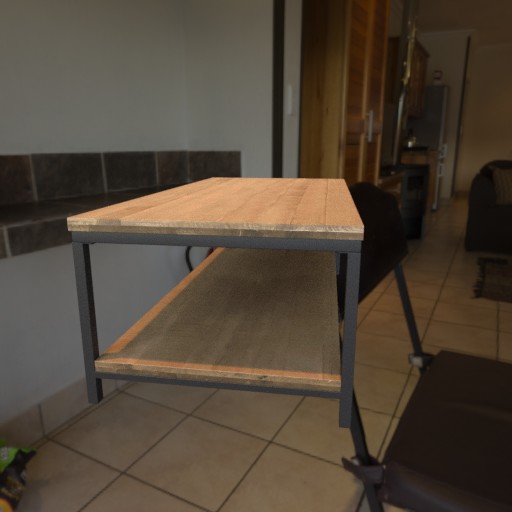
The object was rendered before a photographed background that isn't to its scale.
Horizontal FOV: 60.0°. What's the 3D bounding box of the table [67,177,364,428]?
[{"bbox_3d":[0.000,0.000,1.374,0.551,0.399,1.100,2,14,9],"label":"table"}]
